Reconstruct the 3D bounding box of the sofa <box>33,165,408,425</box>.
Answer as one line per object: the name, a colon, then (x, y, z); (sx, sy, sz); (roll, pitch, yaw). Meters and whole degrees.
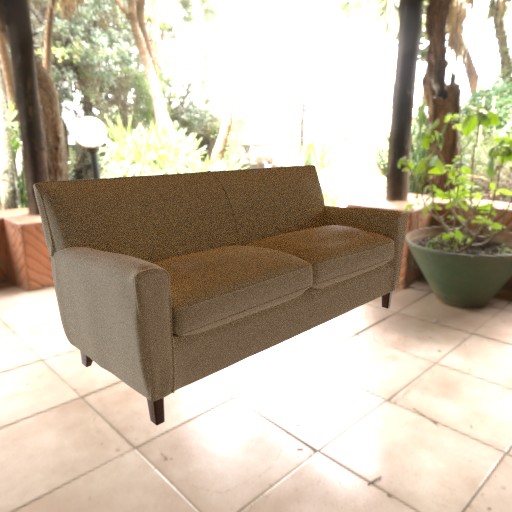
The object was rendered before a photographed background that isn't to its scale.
sofa: (0.000, 0.000, 2.483); (2.001, 0.907, 0.841); (-14, 20, -43)
